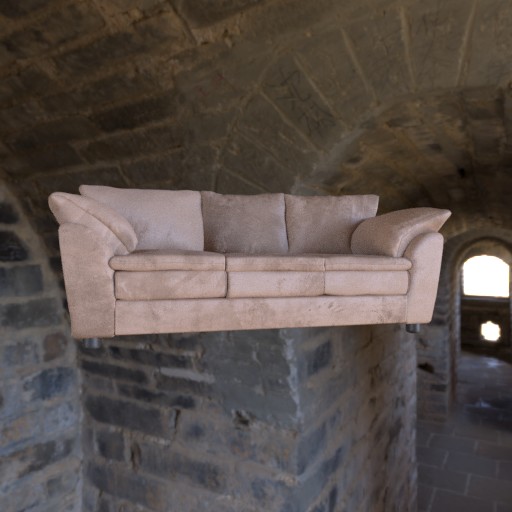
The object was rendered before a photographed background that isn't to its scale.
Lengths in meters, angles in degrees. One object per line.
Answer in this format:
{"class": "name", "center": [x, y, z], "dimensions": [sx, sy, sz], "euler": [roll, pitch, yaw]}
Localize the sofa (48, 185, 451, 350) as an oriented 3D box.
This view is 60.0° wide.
{"class": "sofa", "center": [0.000, 0.000, 2.880], "dimensions": [2.377, 0.981, 0.893], "euler": [0, -1, -17]}
